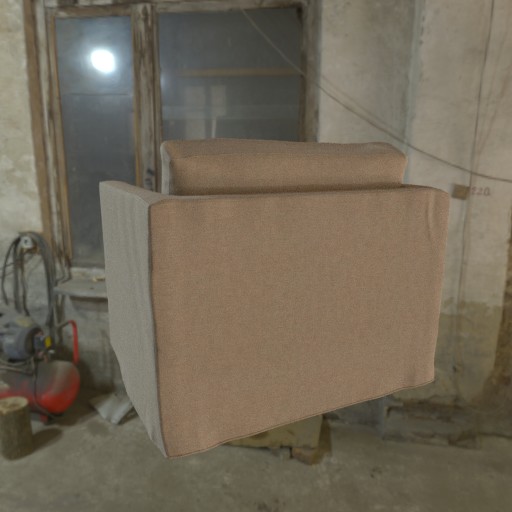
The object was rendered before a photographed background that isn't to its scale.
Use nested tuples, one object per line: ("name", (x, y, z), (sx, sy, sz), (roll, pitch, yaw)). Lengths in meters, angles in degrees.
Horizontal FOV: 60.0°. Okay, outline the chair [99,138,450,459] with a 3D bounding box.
("chair", (0.000, 0.000, 1.728), (1.057, 0.863, 0.949), (-6, 14, -25))
